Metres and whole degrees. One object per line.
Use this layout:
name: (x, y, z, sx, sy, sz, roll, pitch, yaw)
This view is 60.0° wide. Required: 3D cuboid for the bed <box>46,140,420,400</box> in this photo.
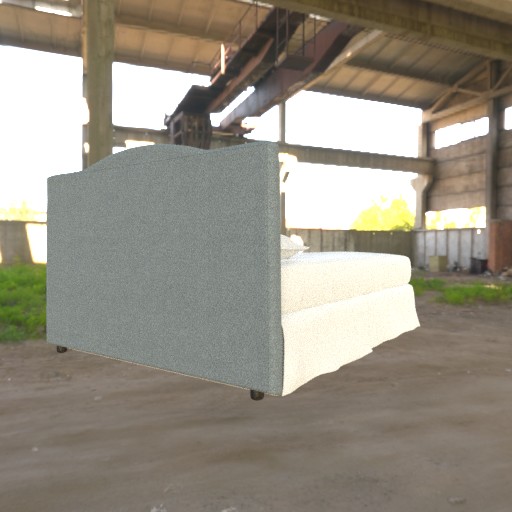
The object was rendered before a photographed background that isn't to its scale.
bed: (0.000, 0.000, 3.922, 2.161, 1.457, 2.689, 1, 2, 35)
